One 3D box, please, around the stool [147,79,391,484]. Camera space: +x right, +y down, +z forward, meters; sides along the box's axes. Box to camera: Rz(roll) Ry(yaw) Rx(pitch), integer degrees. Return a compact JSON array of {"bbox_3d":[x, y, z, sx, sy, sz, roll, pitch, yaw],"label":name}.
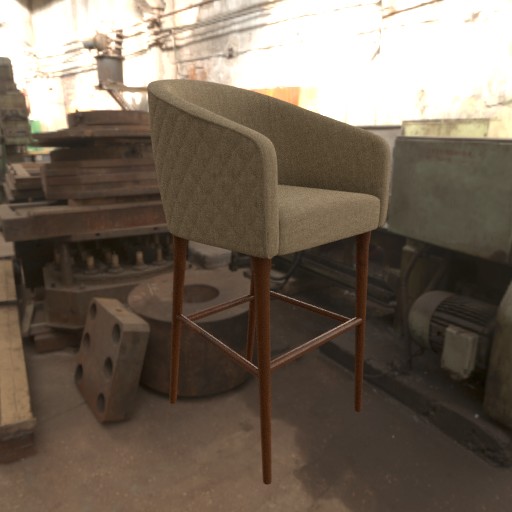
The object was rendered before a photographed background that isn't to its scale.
[{"bbox_3d":[0.000,0.000,1.393,0.607,1.078,0.559,14,21,42],"label":"stool"}]
